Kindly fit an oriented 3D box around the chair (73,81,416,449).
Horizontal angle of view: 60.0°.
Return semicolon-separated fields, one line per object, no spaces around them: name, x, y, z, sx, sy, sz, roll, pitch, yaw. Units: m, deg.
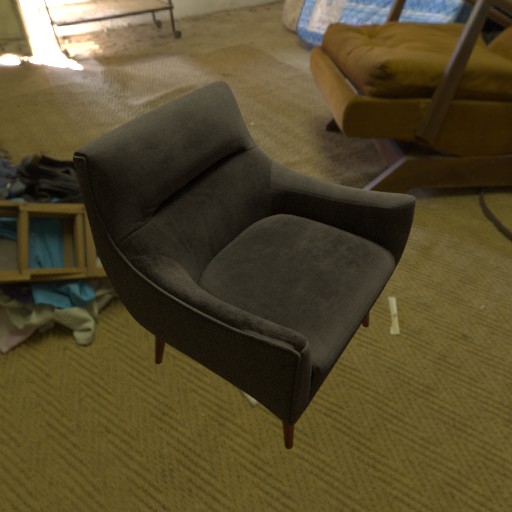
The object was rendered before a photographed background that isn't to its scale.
chair;0.000;0.000;1.443;0.787;0.838;0.762;24;47;25
